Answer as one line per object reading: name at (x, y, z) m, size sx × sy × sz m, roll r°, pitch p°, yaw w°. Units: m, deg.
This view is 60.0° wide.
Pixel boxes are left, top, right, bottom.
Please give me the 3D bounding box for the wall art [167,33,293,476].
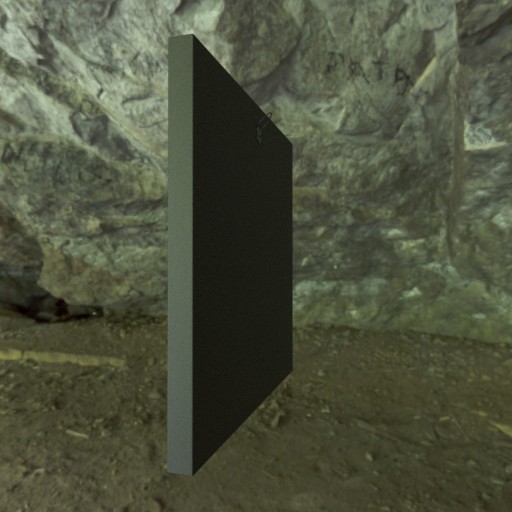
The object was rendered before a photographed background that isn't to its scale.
wall art at (0.000, 0.000, 0.516) m, size 0.038 × 0.349 × 0.349 m, roll 0°, pitch -1°, yaw 18°
